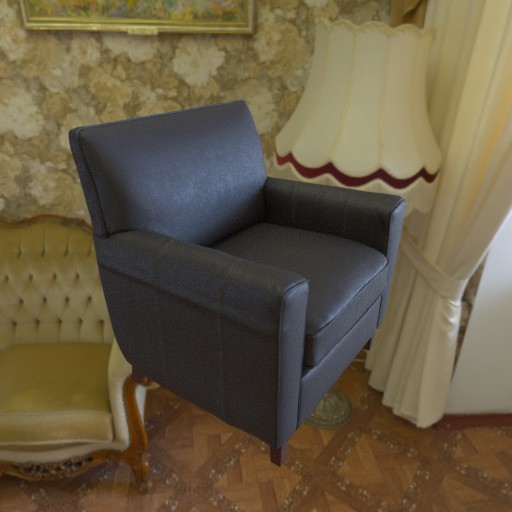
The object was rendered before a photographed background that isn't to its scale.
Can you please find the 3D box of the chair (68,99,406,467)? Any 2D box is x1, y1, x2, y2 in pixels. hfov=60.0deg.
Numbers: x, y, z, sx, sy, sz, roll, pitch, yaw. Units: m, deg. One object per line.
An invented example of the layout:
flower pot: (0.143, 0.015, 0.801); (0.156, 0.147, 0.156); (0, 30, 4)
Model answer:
chair: (0.000, 0.000, 1.594); (0.825, 0.943, 0.870); (18, 32, 31)
